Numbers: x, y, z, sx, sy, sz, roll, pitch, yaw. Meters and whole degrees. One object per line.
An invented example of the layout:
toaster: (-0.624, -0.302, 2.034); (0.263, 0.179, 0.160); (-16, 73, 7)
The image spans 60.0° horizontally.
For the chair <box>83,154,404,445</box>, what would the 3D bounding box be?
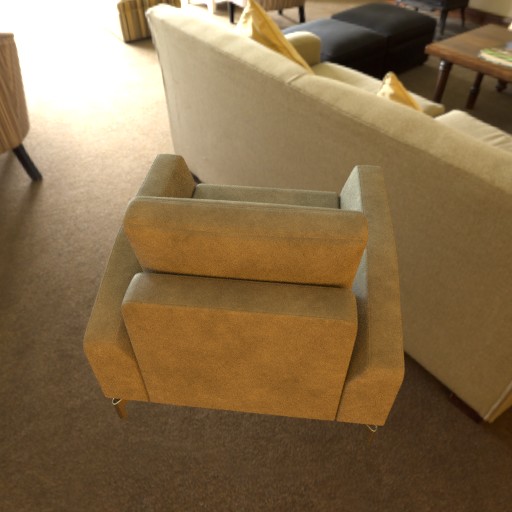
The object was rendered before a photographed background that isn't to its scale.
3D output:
chair: (0.000, 0.000, 1.539); (0.900, 0.800, 0.900); (4, 44, 4)
